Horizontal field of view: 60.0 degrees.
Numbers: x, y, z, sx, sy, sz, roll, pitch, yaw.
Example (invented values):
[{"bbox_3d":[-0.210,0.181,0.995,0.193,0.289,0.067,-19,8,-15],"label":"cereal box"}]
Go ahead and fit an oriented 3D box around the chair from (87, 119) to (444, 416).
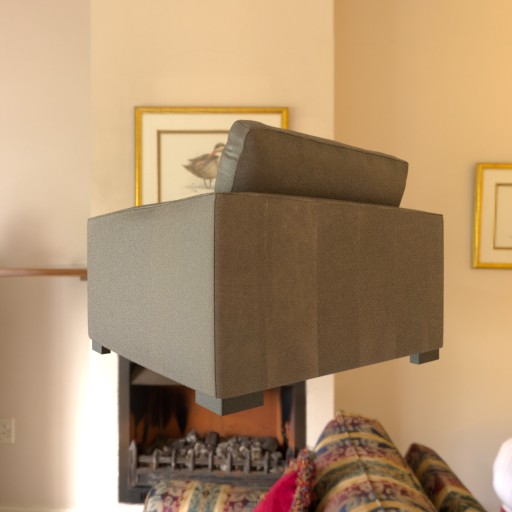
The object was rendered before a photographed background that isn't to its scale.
[{"bbox_3d":[0.000,0.000,1.834,1.106,0.807,1.080,0,0,-37],"label":"chair"}]
